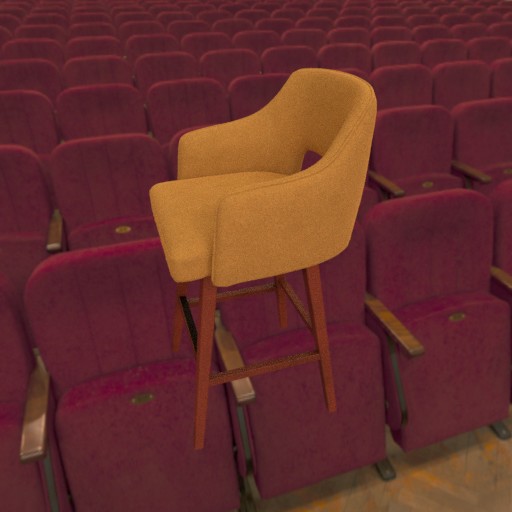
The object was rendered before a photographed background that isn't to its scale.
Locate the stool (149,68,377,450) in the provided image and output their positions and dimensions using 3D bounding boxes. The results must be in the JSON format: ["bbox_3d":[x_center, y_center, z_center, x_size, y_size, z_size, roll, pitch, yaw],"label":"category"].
[{"bbox_3d":[0.000,0.000,1.351,0.558,1.012,0.548,-10,32,-15],"label":"stool"}]
